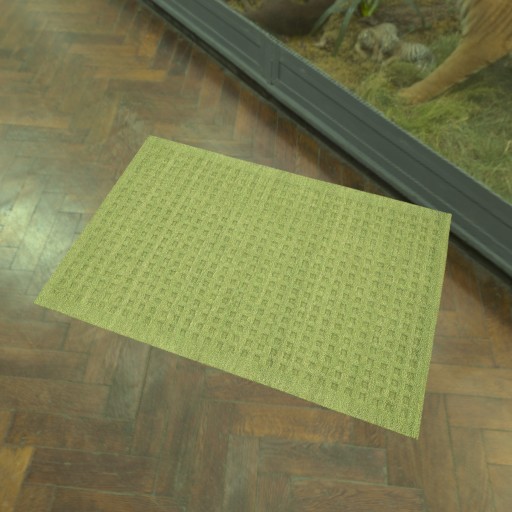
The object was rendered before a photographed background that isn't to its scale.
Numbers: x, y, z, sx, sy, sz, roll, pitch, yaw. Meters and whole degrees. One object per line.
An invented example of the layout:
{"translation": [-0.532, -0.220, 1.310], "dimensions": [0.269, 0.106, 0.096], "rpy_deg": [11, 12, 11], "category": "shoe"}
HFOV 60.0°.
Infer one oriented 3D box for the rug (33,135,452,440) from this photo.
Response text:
{"translation": [0.000, 0.000, 2.833], "dimensions": [2.297, 0.007, 1.529], "rpy_deg": [17, 59, 10], "category": "rug"}
